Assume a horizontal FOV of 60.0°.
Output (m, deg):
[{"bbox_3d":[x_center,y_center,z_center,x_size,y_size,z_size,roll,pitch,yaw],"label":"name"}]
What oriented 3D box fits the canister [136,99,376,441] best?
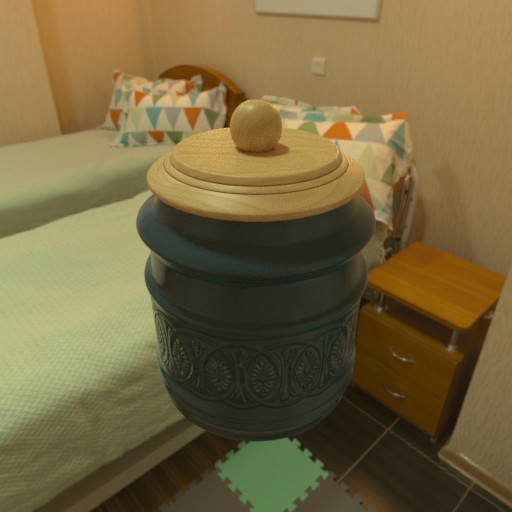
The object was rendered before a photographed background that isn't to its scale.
[{"bbox_3d":[0.000,0.000,0.261,0.130,0.176,0.130,0,31,0],"label":"canister"}]
